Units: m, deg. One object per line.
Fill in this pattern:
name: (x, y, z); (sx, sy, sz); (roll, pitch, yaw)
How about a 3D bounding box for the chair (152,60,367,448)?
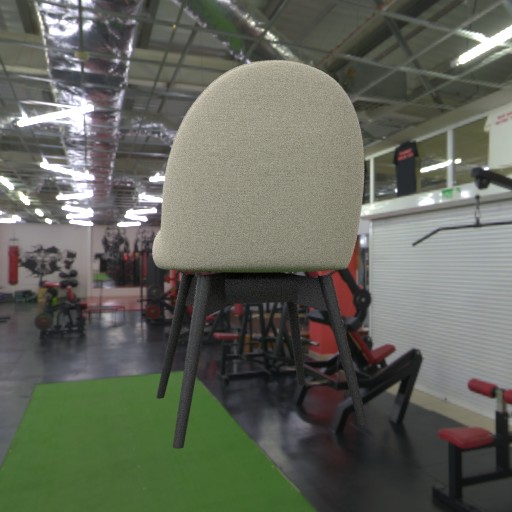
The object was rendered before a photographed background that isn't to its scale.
chair: (0.000, 0.000, 1.193); (0.532, 0.838, 0.540); (0, -1, -18)
